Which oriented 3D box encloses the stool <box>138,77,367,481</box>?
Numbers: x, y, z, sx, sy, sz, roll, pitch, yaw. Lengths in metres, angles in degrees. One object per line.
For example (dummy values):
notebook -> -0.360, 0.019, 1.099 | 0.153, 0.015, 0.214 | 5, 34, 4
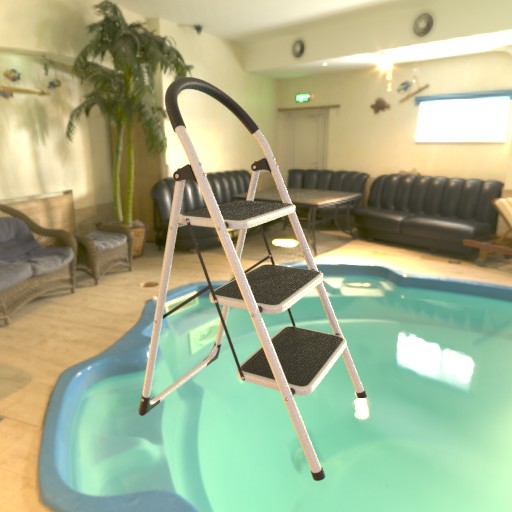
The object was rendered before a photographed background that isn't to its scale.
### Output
stool -> 0.000, 0.000, 1.439 | 0.676, 1.109, 0.485 | 8, 17, 27
